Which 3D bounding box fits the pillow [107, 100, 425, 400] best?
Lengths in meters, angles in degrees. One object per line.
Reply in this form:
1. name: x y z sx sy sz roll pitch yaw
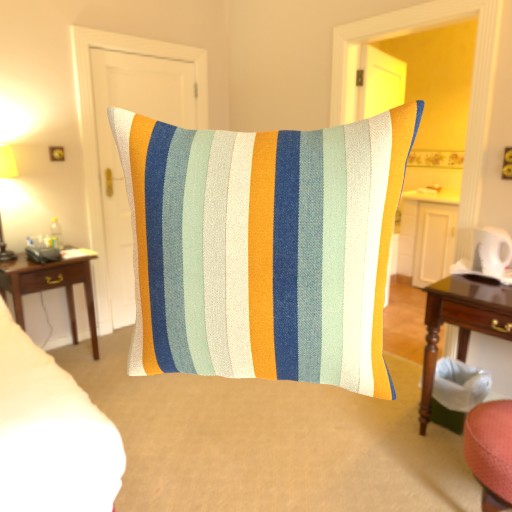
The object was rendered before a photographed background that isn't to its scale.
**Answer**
1. pillow: 0.000 0.000 0.694 0.463 0.454 0.173 2 14 10
